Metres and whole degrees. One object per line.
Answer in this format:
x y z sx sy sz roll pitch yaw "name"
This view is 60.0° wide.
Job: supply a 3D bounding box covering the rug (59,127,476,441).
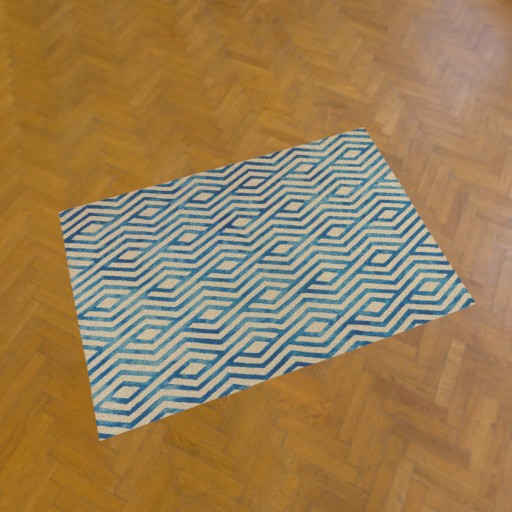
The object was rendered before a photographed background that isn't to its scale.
0.000 0.000 2.272 1.830 0.008 1.225 -18 63 -9 "rug"
